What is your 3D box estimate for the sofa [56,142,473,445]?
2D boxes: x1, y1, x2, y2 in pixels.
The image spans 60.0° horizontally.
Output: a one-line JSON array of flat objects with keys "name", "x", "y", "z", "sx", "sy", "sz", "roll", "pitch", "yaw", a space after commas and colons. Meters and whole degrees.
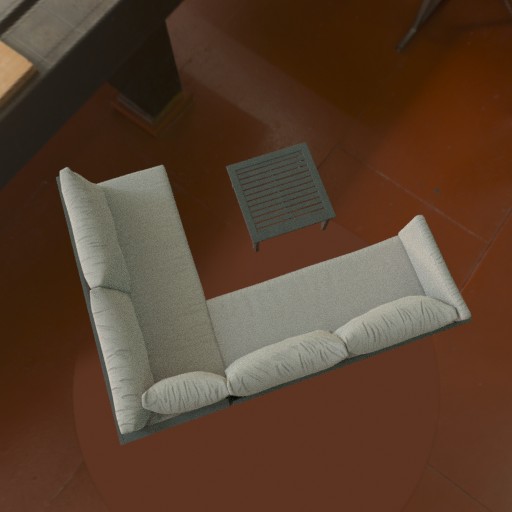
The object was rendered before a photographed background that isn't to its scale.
[{"name": "sofa", "x": 0.000, "y": 0.000, "z": 2.913, "sx": 2.096, "sy": 0.758, "sz": 1.658, "roll": -18, "pitch": 76, "yaw": -5}]
